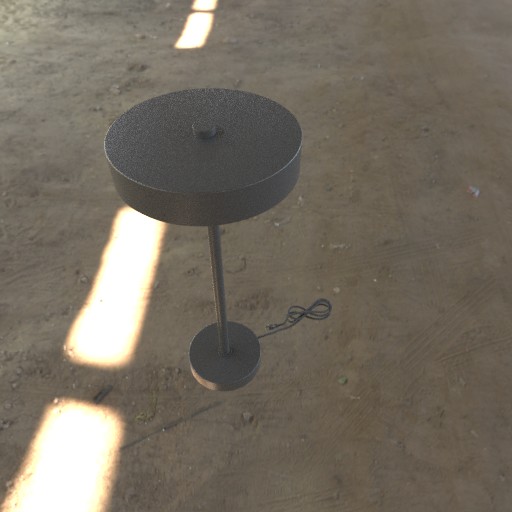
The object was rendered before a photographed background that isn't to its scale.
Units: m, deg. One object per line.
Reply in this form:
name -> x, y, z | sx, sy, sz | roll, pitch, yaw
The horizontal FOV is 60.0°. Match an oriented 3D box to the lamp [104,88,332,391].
lamp -> 0.000, 0.000, 0.719 | 0.369, 0.508, 0.229 | -24, 50, -21
